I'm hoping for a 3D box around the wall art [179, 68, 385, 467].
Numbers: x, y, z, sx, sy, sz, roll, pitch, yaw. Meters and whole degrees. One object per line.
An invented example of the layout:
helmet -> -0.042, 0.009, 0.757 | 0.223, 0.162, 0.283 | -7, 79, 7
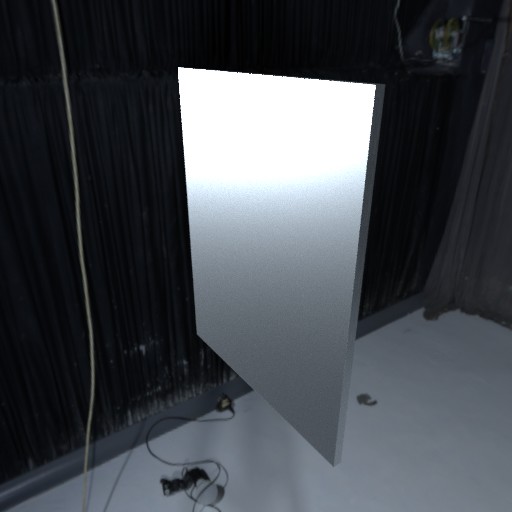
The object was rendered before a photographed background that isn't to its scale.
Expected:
wall art -> 0.000, 0.000, 1.377 | 0.030, 1.046, 0.816 | -17, 31, -32
